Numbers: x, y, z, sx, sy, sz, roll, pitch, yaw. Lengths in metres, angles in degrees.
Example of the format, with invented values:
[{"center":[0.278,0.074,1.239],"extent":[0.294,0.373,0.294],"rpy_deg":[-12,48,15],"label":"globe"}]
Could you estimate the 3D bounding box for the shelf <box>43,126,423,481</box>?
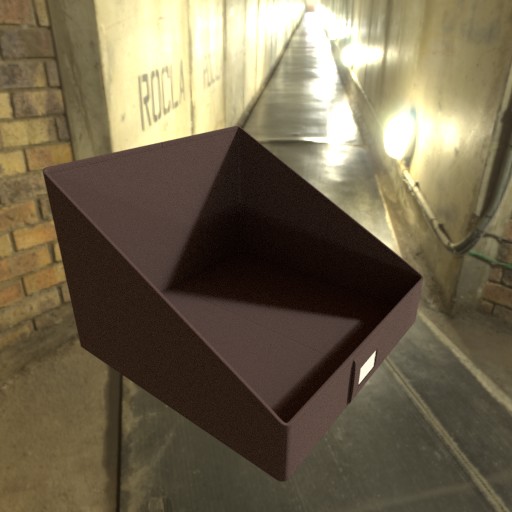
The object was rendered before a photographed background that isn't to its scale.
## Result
[{"center":[0.000,0.000,0.488],"extent":[0.292,0.210,0.292],"rpy_deg":[19,32,34],"label":"shelf"}]
